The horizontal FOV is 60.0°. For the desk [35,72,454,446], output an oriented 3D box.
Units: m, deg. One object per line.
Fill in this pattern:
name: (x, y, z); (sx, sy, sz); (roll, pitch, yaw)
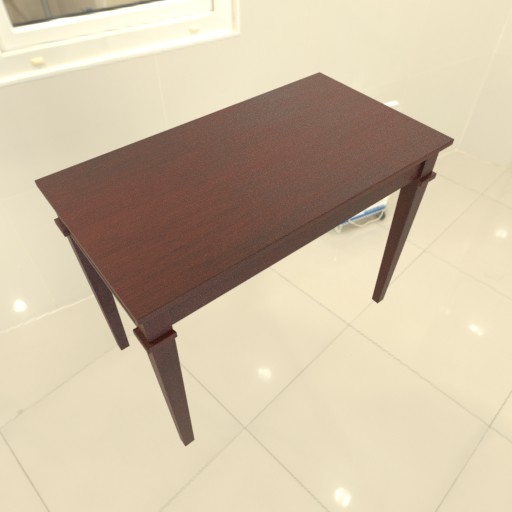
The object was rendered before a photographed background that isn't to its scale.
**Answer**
desk: (0.000, 0.000, 1.466); (1.001, 0.762, 0.549); (-30, 54, -25)
